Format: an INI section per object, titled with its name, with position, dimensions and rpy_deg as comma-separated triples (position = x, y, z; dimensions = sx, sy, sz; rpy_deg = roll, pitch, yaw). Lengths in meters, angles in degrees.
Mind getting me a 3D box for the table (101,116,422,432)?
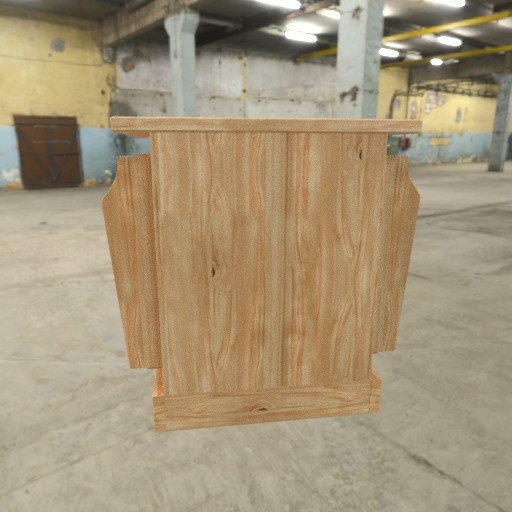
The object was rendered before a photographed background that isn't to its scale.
[table]
position = 0.000, 0.000, 0.901
dimensions = 0.530, 0.515, 0.380
rpy_deg = -2, 14, -8
